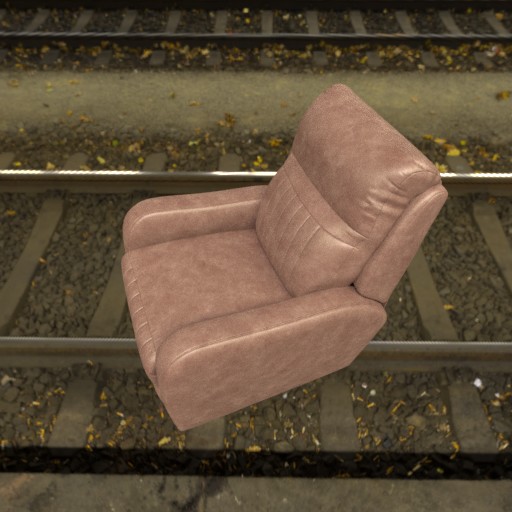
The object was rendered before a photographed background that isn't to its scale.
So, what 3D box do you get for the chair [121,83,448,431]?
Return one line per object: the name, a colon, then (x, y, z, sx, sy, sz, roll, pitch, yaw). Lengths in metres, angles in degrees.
chair: (0.000, 0.000, 1.792, 1.067, 1.067, 0.865, -15, 48, -14)
